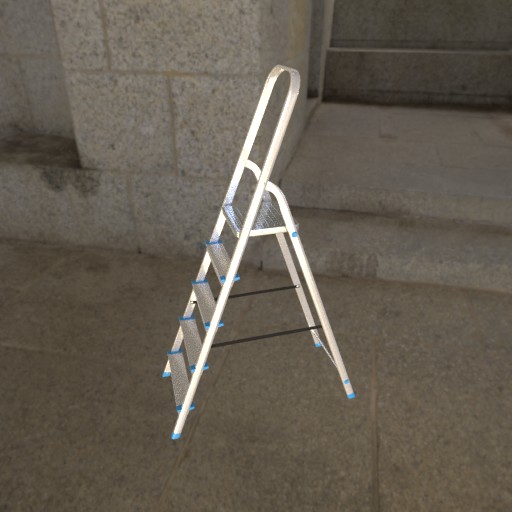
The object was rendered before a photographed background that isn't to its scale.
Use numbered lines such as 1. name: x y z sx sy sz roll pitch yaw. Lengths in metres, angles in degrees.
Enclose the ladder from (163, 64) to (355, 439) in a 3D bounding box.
1. ladder: 0.000 0.000 2.090 0.990 1.648 0.468 -8 29 -14
